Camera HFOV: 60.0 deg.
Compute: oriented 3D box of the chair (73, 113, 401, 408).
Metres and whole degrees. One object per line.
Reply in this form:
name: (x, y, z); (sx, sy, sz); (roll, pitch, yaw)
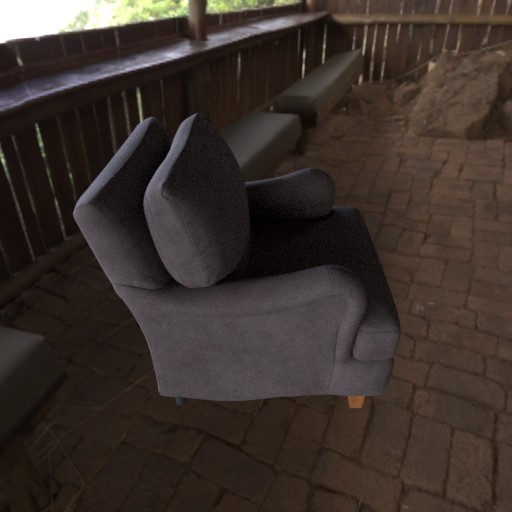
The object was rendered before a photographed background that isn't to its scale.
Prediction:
chair: (0.000, 0.000, 1.884); (1.070, 0.997, 0.955); (1, 34, 1)
